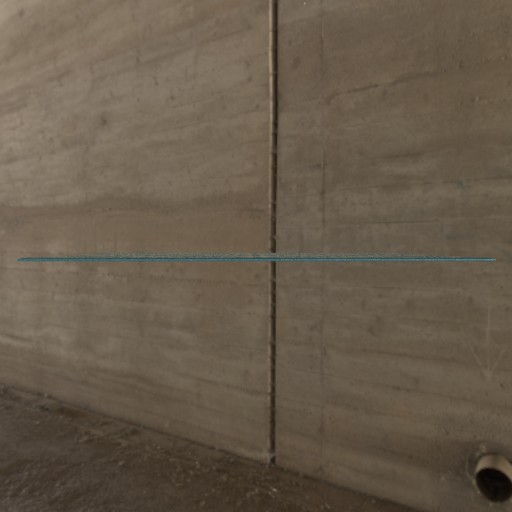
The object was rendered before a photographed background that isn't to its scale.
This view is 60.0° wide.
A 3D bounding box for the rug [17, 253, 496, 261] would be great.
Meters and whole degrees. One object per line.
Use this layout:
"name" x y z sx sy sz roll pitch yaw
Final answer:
"rug" 0.000 0.000 2.300 1.833 0.012 1.211 0 1 -1
